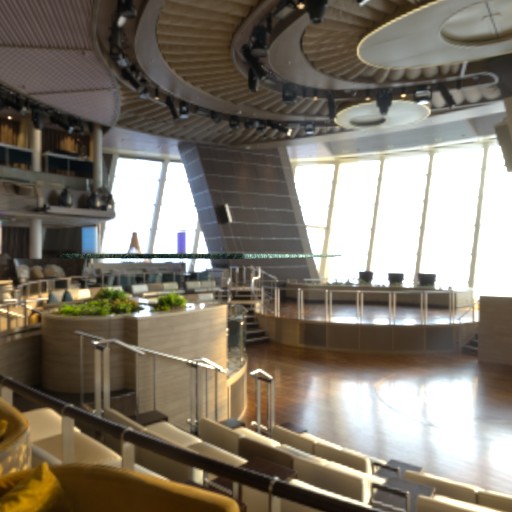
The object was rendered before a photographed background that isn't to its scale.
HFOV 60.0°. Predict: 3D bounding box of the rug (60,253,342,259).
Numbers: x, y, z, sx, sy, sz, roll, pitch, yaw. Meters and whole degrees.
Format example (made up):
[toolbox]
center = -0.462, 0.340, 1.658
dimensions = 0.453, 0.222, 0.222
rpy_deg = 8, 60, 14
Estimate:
[rug]
center = 0.000, 0.000, 2.507
dimensions = 0.676, 0.016, 2.286
rpy_deg = 0, 0, 18
